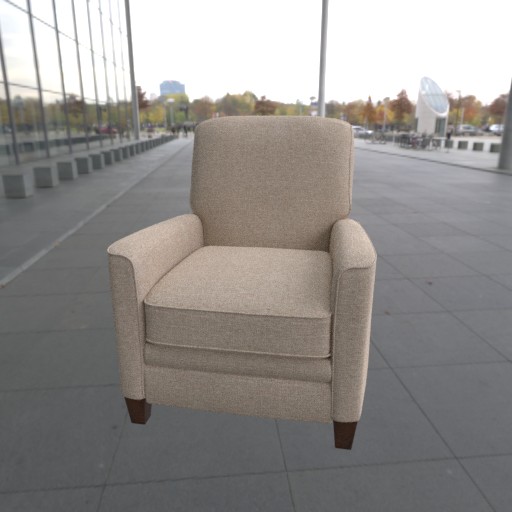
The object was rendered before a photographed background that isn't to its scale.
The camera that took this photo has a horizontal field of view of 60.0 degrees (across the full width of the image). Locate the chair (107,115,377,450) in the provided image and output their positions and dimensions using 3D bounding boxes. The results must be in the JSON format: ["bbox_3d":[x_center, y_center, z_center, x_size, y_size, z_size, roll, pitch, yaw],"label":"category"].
[{"bbox_3d":[0.000,0.000,1.682,0.841,1.028,0.858,3,17,10],"label":"chair"}]
